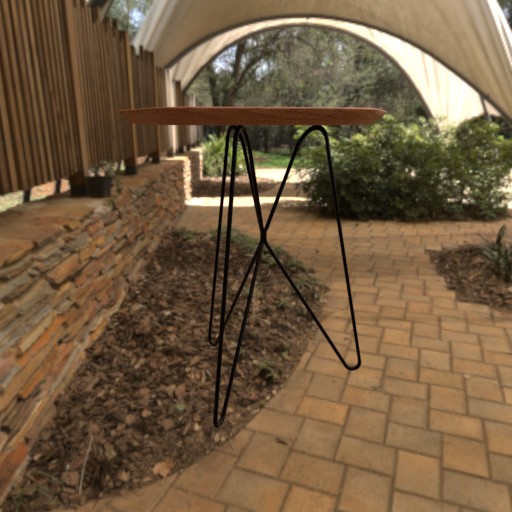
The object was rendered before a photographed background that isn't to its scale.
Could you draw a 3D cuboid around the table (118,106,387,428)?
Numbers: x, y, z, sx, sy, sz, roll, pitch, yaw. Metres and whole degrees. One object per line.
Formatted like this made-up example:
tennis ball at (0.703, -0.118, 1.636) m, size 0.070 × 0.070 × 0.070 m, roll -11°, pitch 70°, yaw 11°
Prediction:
table at (0.000, 0.000, 0.905) m, size 0.500 × 0.562 × 0.400 m, roll -2°, pitch 16°, yaw -7°
